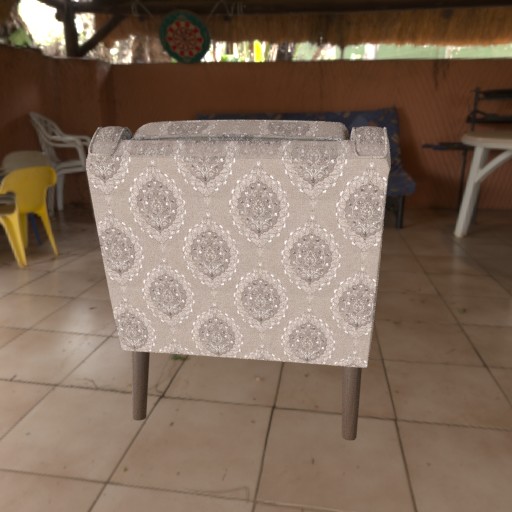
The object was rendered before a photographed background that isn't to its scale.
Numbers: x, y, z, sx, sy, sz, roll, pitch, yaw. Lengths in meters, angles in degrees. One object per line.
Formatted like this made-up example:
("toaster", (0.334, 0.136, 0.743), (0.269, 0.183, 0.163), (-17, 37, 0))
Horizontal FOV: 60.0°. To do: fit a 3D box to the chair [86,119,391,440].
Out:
("chair", (0.000, 0.000, 1.364), (0.665, 0.797, 0.750), (2, 17, 8))
